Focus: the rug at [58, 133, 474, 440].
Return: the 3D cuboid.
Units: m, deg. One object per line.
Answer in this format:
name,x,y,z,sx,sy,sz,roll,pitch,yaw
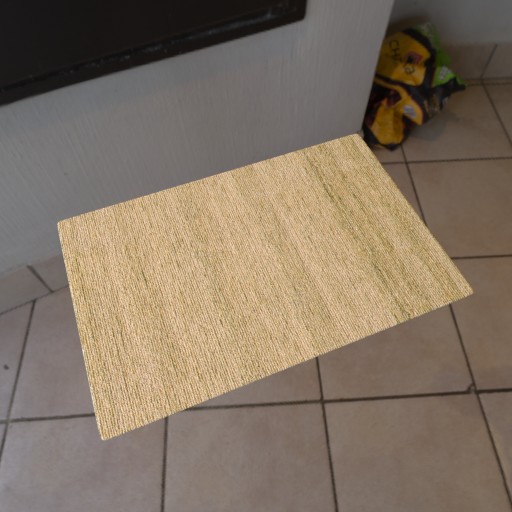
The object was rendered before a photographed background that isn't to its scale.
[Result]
rug,0.000,0.000,2.180,1.758,0.010,1.143,-19,60,-11
